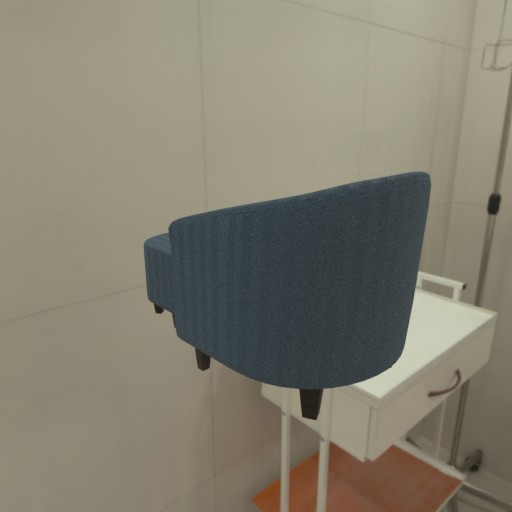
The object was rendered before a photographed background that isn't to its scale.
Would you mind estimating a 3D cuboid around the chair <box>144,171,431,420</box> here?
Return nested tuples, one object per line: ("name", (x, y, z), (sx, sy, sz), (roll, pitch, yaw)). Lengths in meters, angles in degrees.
("chair", (0.000, 0.000, 1.773), (0.756, 0.757, 1.288), (-15, 23, -41))
